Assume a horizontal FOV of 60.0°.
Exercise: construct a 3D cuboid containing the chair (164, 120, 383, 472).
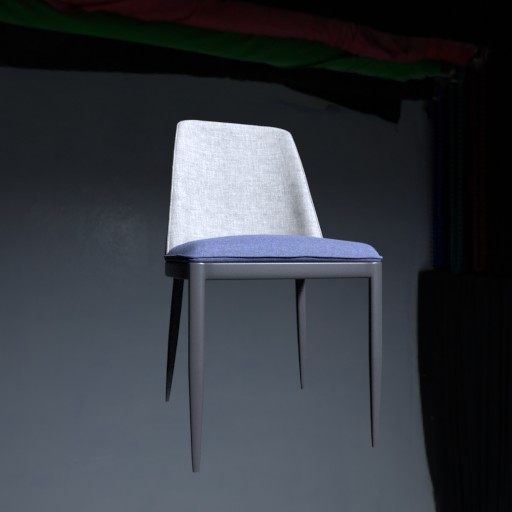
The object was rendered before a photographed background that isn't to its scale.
[{"bbox_3d":[0.000,0.000,1.179,0.488,0.855,0.550,0,0,-17],"label":"chair"}]
